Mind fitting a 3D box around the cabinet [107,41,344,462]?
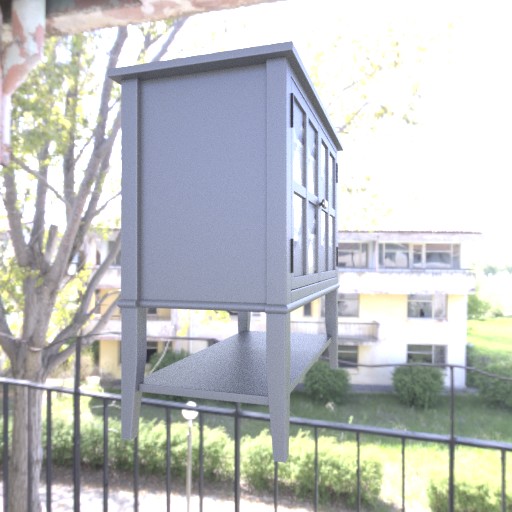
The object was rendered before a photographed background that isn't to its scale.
[{"bbox_3d":[0.000,0.000,1.245,0.396,0.780,0.801,0,0,18],"label":"cabinet"}]
